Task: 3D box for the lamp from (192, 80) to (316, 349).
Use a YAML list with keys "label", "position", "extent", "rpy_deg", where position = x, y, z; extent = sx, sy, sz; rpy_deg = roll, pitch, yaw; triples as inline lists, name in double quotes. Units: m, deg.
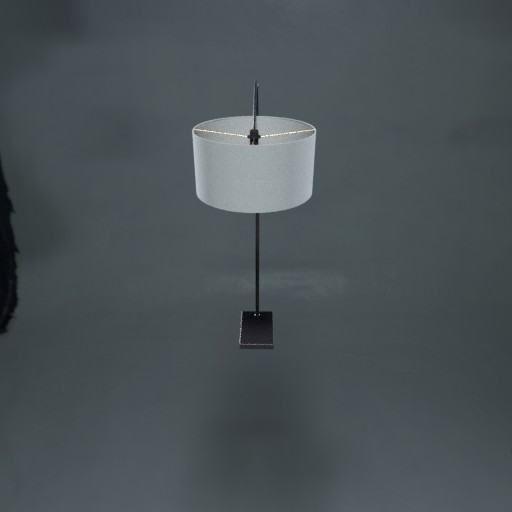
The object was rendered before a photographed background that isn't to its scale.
- label: "lamp"
  position: [0.000, 0.000, 2.593]
  extent: [0.493, 1.927, 1.424]
  rpy_deg: [0, 29, 1]
